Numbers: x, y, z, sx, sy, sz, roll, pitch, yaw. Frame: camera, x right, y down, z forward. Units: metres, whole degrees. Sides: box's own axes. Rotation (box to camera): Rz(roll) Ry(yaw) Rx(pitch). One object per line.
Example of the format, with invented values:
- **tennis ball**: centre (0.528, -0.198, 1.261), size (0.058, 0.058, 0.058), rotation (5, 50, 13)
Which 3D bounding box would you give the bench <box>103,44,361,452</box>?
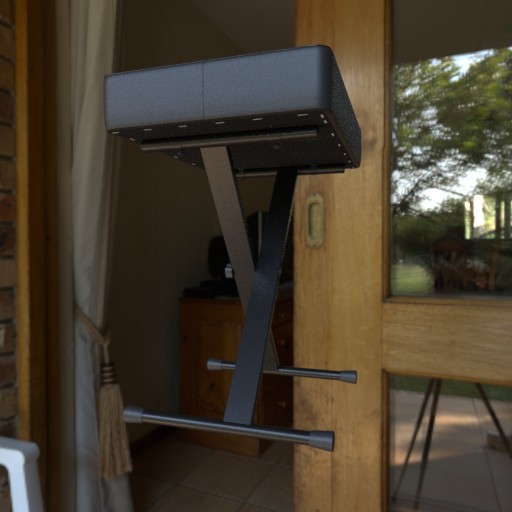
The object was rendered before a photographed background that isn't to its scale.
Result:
- **bench**: centre (0.000, 0.000, 0.762), size (0.321, 0.500, 0.424), rotation (0, 1, 18)
